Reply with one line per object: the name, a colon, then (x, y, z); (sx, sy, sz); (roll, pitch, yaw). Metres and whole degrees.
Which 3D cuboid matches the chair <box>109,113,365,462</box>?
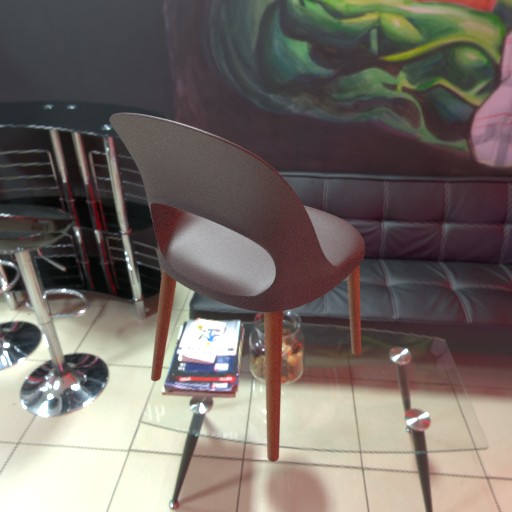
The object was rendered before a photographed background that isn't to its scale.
chair: (0.000, 0.000, 1.131); (0.470, 0.795, 0.556); (21, 37, 32)
